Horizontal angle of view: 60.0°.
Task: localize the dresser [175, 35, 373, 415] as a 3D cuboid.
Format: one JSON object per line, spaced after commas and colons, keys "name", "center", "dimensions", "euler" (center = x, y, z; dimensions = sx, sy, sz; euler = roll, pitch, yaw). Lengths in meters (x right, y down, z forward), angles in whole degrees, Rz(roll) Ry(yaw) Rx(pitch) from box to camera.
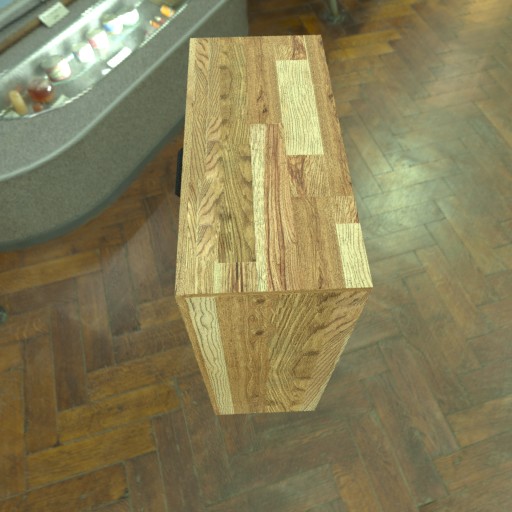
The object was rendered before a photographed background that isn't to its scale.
{"name": "dresser", "center": [0.000, 0.000, 1.762], "dimensions": [0.480, 1.243, 0.966], "euler": [-2, 58, -1]}
